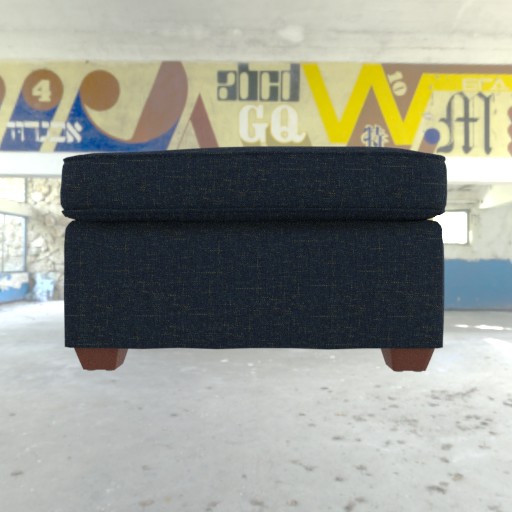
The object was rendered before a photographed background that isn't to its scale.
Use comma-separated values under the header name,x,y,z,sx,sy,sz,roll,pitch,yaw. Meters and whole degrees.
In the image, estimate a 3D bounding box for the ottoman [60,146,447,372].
name,x,y,z,sx,sy,sz,roll,pitch,yaw
ottoman,0.000,0.000,1.072,0.749,0.450,0.549,0,0,1
